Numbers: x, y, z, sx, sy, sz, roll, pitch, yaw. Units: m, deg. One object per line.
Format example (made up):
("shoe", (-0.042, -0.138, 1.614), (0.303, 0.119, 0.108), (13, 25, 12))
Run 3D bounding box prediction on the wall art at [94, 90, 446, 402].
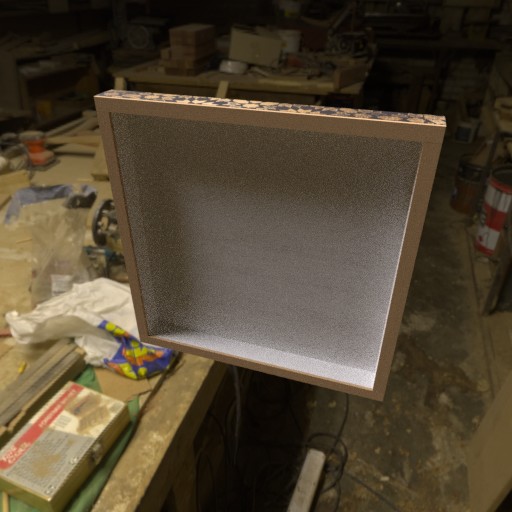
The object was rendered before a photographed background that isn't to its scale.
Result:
("wall art", (0.000, 0.000, 0.611), (0.405, 0.405, 0.038), (10, 34, 15))
